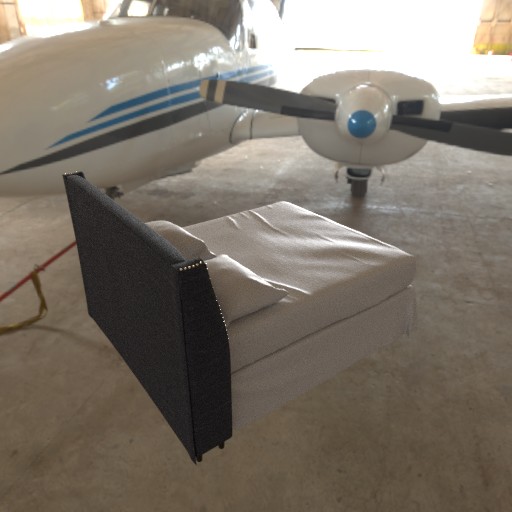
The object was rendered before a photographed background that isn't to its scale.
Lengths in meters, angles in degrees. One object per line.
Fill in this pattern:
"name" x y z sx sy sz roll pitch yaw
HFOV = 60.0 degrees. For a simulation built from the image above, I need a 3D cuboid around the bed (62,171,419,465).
"bed" 0.000 0.000 3.543 2.276 1.332 1.925 -18 32 -32
